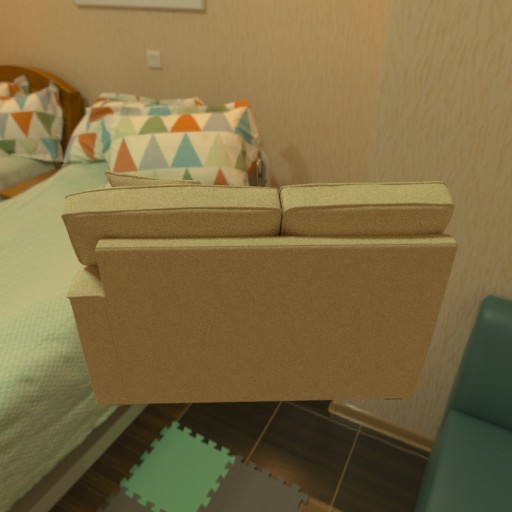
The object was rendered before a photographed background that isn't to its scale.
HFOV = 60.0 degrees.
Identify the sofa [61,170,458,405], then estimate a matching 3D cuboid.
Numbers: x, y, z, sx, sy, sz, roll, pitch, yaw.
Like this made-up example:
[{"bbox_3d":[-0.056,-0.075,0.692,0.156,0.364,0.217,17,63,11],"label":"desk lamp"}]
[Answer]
[{"bbox_3d":[0.000,0.000,2.061,1.388,0.989,0.991,-1,32,-1],"label":"sofa"}]
